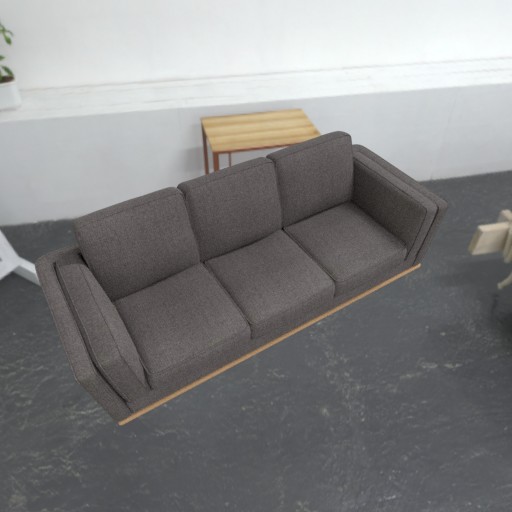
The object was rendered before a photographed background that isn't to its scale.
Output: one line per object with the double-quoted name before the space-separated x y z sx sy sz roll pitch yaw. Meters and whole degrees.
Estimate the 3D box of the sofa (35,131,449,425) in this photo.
"sofa" 0.000 0.000 2.763 2.362 0.899 0.903 -24 49 -22
